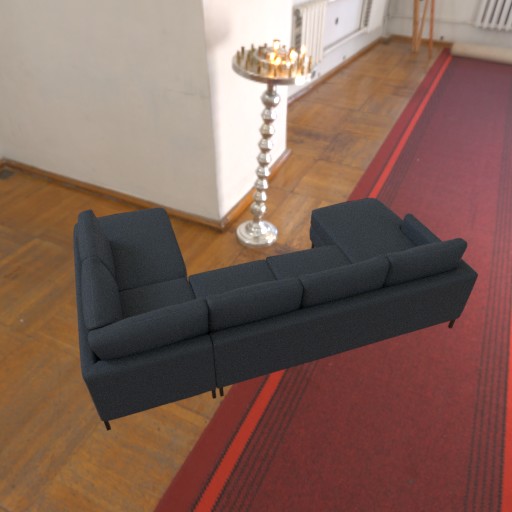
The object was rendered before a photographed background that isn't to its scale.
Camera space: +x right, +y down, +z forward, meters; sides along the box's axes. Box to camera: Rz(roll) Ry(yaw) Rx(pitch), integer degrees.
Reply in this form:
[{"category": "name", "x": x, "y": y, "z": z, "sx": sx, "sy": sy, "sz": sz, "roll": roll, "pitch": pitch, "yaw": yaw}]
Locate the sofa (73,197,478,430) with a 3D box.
[{"category": "sofa", "x": 0.000, "y": 0.000, "z": 3.860, "sx": 2.975, "sy": 0.858, "sz": 1.984, "roll": -12, "pitch": 41, "yaw": -15}]
